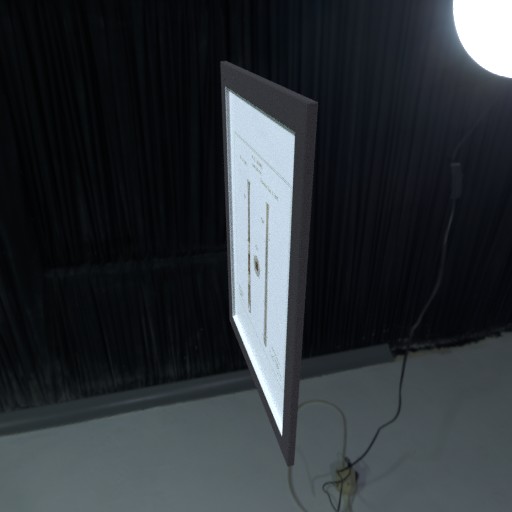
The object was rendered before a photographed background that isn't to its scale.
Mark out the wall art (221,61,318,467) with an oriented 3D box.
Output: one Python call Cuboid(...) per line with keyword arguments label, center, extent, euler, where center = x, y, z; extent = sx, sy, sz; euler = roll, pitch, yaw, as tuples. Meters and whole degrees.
Cuboid(label="wall art", center=(0.000, 0.000, 0.698), extent=(0.012, 0.529, 0.374), euler=(-8, 30, -14))
